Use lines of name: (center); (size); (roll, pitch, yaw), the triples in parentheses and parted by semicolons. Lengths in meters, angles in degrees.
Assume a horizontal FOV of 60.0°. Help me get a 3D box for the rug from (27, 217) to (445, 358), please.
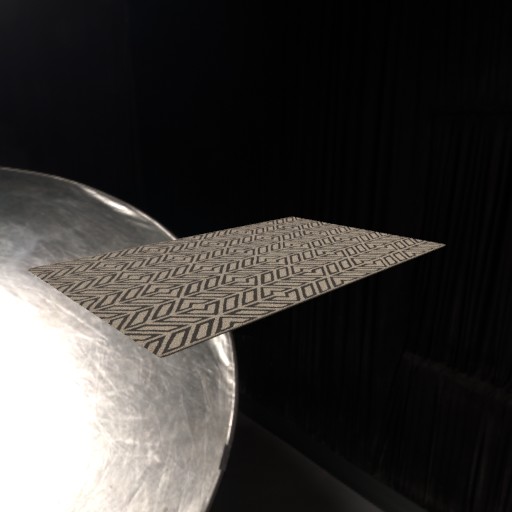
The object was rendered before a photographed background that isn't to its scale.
rug: (0.000, 0.000, 2.990); (2.438, 0.008, 1.523); (-15, 21, -42)
